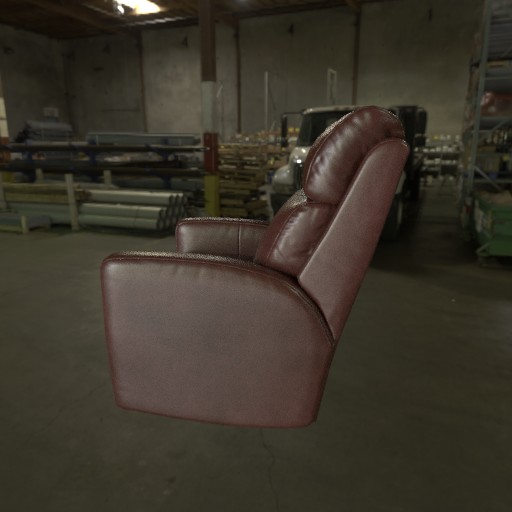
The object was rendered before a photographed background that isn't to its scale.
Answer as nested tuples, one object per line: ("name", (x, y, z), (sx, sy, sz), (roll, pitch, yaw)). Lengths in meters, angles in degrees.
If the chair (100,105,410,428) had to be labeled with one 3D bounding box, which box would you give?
("chair", (0.000, 0.000, 1.652), (0.939, 1.016, 0.787), (2, 14, 10))
